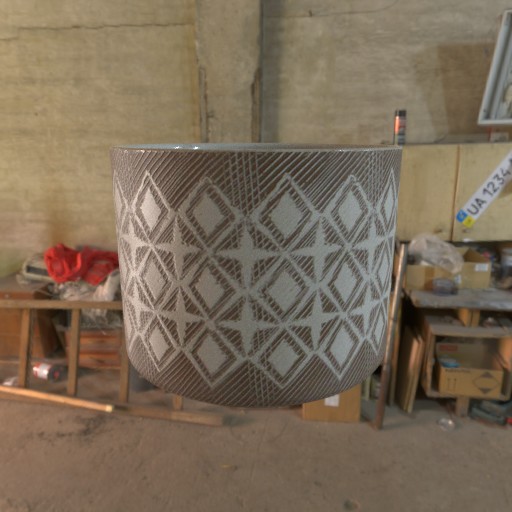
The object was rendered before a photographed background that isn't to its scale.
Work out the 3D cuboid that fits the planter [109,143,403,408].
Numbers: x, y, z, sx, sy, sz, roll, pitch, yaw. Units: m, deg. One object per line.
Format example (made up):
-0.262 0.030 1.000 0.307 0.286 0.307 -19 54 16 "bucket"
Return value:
0.000 0.000 0.214 0.126 0.104 0.126 0 15 0 "planter"
